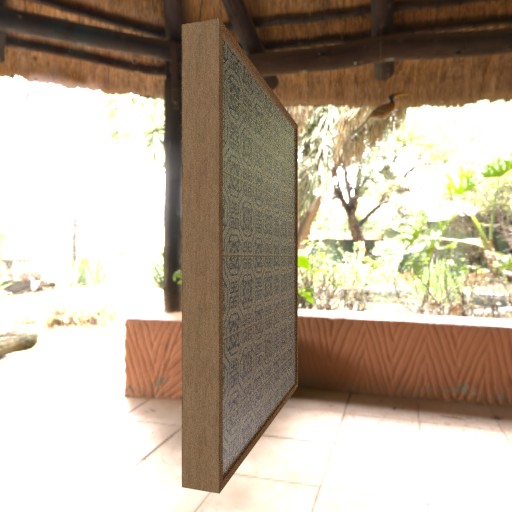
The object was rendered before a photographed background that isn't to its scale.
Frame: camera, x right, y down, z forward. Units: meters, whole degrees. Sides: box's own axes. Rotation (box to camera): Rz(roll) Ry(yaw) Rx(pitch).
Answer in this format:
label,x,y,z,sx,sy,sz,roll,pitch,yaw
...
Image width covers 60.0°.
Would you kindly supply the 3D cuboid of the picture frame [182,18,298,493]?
label,x,y,z,sx,sy,sz,roll,pitch,yaw
picture frame,0.000,0.000,0.698,0.046,0.526,0.421,0,0,17
